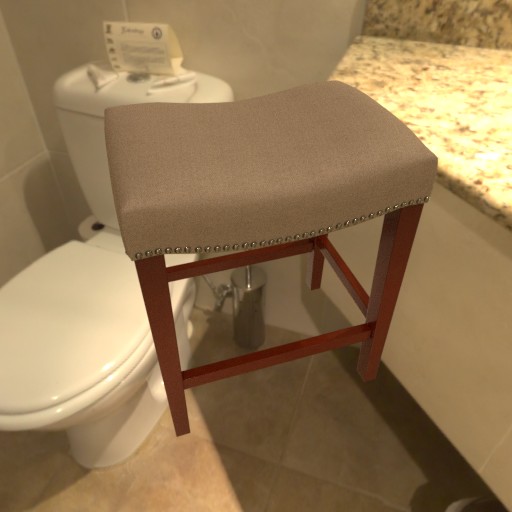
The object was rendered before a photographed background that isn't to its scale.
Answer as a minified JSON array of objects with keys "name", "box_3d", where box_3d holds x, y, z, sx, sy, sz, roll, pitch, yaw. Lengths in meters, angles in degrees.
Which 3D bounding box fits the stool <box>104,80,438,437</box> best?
[{"name":"stool","box_3d":[0.000,0.000,0.960,0.509,0.632,0.375,-12,42,-13]}]
